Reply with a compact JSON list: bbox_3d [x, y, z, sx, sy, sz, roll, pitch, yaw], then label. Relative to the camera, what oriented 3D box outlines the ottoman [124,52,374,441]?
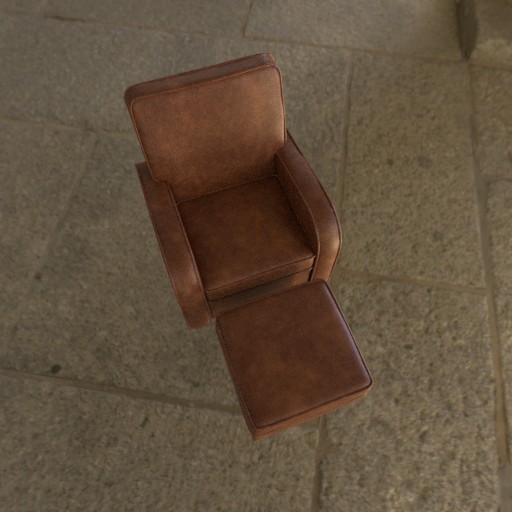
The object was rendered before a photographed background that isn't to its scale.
[{"bbox_3d":[0.000,0.000,1.862,0.732,0.904,1.314,-18,64,-9],"label":"ottoman"}]
